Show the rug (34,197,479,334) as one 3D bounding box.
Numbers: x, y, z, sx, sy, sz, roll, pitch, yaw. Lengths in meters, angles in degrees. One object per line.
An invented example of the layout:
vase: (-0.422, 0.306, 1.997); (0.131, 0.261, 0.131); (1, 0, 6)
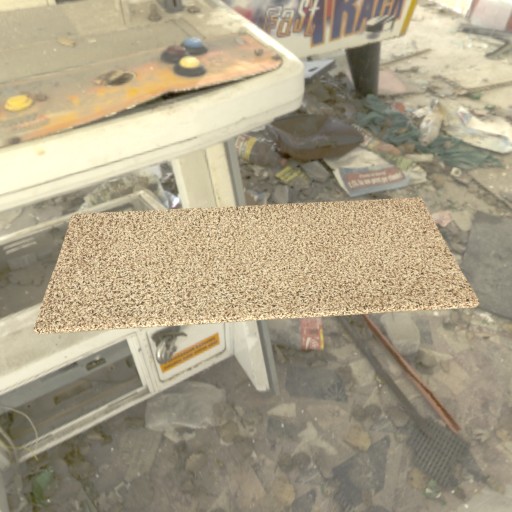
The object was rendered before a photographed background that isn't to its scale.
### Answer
rug: (0.000, 0.000, 1.721); (1.524, 0.030, 0.609); (-3, 45, -3)
